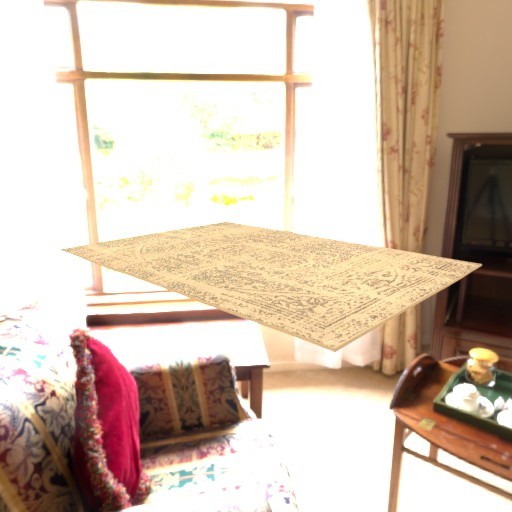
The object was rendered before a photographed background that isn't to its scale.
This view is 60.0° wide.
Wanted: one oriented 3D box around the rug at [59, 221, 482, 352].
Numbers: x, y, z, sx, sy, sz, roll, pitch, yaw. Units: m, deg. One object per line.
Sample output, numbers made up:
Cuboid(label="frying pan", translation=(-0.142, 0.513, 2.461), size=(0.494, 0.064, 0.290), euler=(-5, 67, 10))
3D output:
Cuboid(label="rug", translation=(0.000, 0.000, 3.080), size=(2.438, 0.026, 1.706), euler=(13, 19, 42))
